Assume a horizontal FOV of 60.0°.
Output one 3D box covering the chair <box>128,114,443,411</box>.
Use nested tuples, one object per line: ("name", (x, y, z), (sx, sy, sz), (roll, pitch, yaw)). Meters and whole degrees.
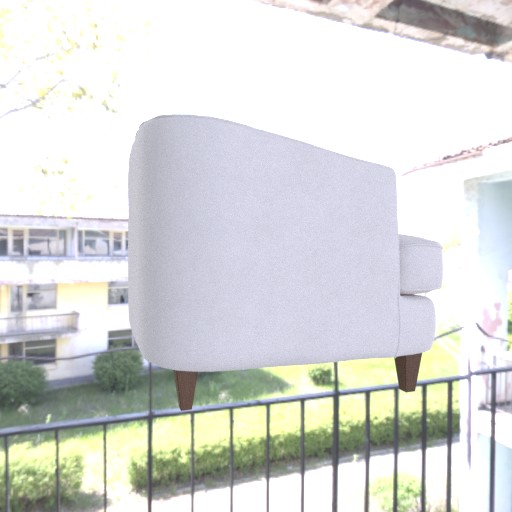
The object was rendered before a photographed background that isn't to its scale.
("chair", (0.000, 0.000, 1.744), (0.941, 0.852, 1.104), (0, 1, -20))
